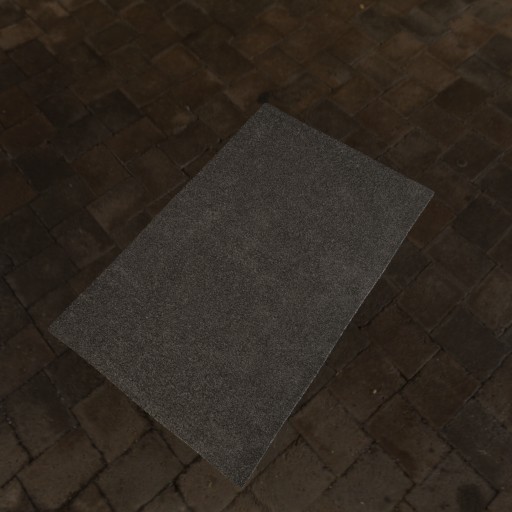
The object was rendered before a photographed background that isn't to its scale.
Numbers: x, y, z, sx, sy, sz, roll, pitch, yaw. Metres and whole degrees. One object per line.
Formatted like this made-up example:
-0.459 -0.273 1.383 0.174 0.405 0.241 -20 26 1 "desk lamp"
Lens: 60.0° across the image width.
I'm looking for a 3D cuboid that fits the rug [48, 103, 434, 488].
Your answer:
0.000 0.000 2.981 1.502 0.025 2.350 33 68 15 "rug"
